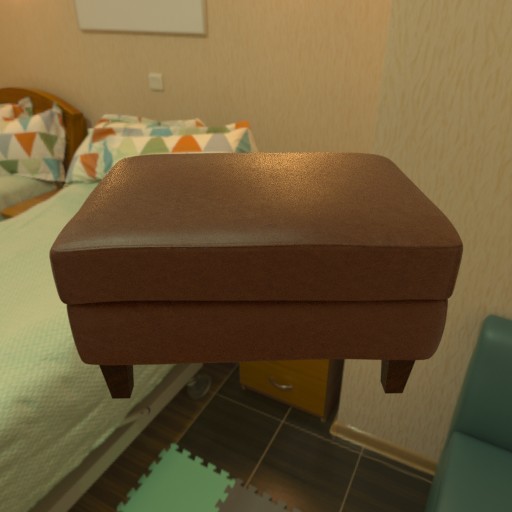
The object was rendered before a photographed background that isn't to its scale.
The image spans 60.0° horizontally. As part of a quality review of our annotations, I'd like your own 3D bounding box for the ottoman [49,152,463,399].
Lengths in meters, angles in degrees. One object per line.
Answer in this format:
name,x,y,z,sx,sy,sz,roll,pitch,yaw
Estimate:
ottoman,0.000,0.000,1.234,0.851,0.485,0.650,-1,29,-1
